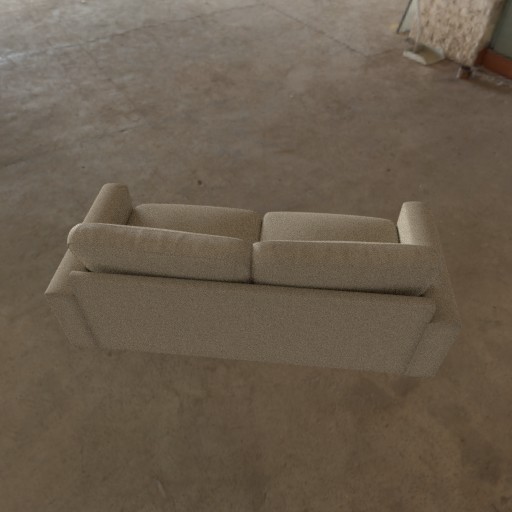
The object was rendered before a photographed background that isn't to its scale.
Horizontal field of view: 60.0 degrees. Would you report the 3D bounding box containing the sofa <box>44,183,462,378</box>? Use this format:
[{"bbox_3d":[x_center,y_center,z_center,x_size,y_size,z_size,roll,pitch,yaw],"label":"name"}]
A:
[{"bbox_3d":[0.000,0.000,2.715,2.179,0.873,1.016,4,46,4],"label":"sofa"}]
